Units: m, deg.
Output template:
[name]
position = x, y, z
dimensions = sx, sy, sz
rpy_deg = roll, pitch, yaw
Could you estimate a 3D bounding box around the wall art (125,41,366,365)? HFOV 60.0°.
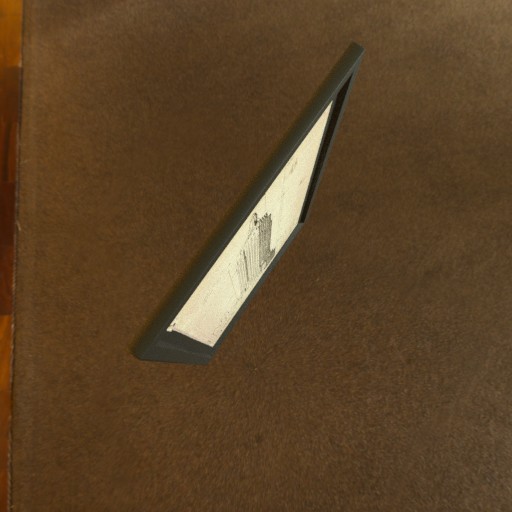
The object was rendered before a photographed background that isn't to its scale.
[wall art]
position = 0.000, 0.000, 0.544
dimensions = 0.013, 0.431, 0.303
rpy_deg = 33, 78, 8
